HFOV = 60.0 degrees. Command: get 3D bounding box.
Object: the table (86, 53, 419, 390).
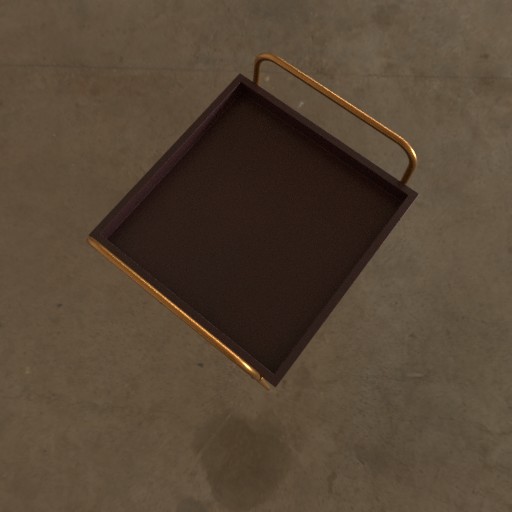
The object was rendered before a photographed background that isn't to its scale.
[{"bbox_3d":[0.000,0.000,1.003,0.430,0.710,0.430,37,78,10],"label":"table"}]
